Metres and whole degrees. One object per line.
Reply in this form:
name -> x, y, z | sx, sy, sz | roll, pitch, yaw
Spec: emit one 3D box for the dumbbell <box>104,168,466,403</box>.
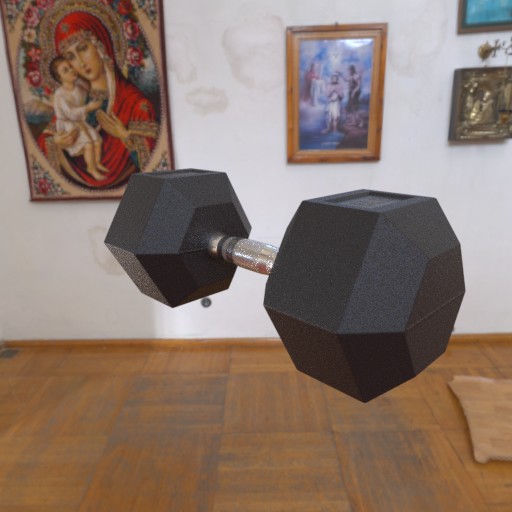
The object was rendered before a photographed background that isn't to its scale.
dumbbell -> 0.000, 0.000, 0.325 | 0.122, 0.106, 0.271 | -16, 23, -43
